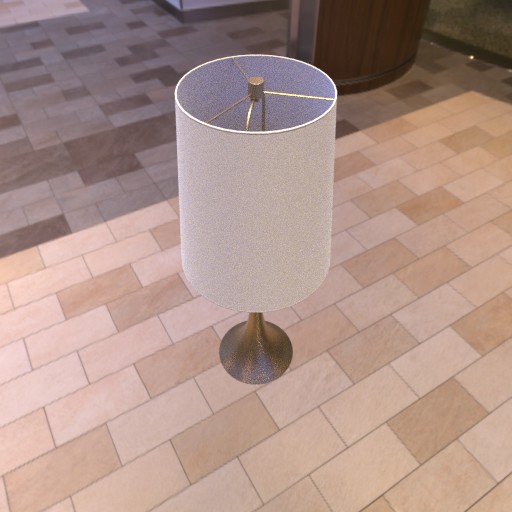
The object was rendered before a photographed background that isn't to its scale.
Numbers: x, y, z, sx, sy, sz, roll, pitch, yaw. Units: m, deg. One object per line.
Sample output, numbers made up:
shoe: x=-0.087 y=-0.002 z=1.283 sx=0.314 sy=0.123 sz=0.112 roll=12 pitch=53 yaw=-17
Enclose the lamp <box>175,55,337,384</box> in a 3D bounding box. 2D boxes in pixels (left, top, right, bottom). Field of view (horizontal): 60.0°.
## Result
lamp: x=0.000 y=0.000 z=0.697 sx=0.231 sy=0.569 sz=0.231 roll=0 pitch=47 yaw=0
